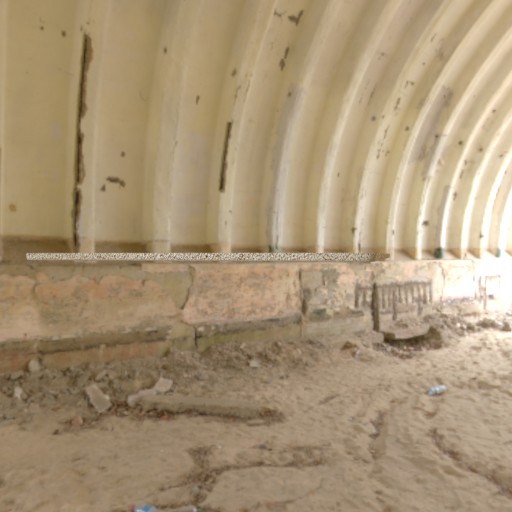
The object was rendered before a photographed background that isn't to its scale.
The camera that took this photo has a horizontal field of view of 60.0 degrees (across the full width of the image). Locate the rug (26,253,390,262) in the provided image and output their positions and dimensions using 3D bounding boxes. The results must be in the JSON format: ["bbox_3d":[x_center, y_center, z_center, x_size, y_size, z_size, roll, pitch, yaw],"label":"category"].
[{"bbox_3d":[0.000,0.000,2.134,1.199,0.025,1.600,0,0,18],"label":"rug"}]
